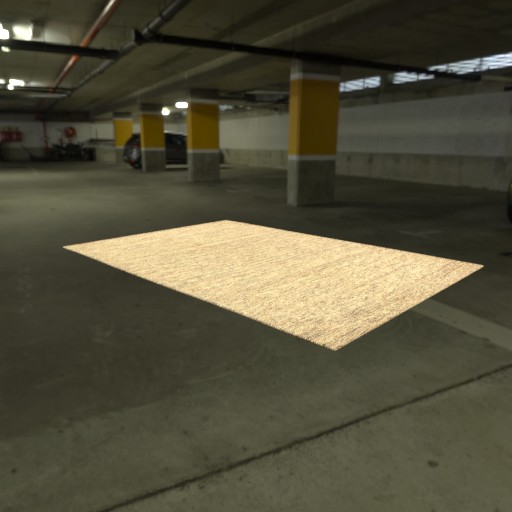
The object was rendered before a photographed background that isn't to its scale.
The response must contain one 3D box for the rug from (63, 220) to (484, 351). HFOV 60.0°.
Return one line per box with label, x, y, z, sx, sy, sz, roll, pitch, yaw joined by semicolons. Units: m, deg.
rug;0.000;0.000;2.869;2.283;0.013;1.547;14;20;43
